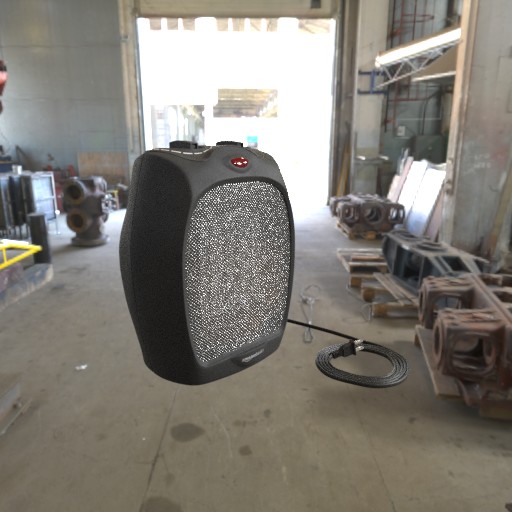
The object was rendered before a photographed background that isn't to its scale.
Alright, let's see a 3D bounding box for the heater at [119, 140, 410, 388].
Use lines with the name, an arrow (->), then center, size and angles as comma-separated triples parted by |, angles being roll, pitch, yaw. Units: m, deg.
heater -> 0.000, 0.000, 0.475 | 0.291, 0.240, 0.239 | 14, 20, 43
